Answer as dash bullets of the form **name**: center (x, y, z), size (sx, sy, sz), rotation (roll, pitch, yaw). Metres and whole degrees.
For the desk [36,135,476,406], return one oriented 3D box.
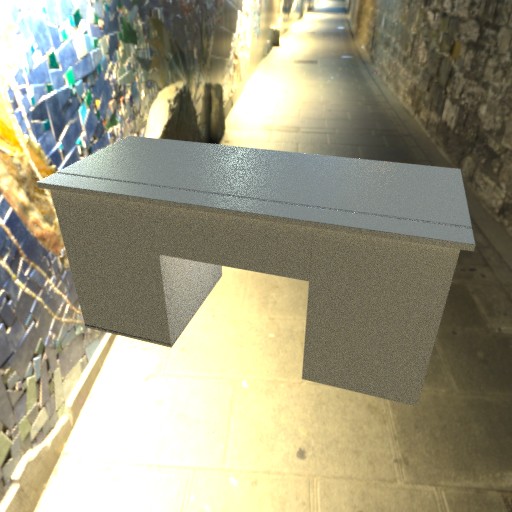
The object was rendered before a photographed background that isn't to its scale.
- **desk**: center (0.000, 0.000, 1.984), size (1.580, 0.760, 0.670), rotation (10, 33, 15)
